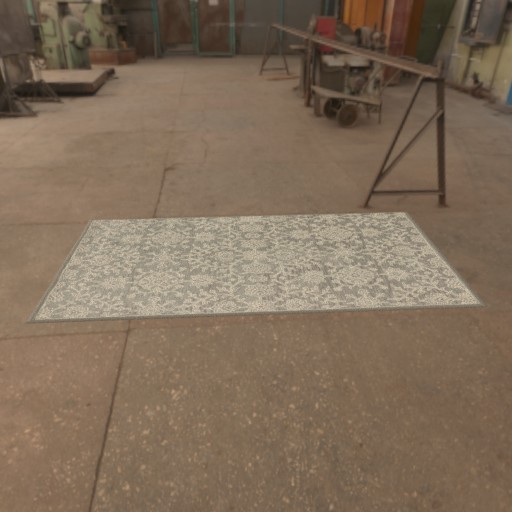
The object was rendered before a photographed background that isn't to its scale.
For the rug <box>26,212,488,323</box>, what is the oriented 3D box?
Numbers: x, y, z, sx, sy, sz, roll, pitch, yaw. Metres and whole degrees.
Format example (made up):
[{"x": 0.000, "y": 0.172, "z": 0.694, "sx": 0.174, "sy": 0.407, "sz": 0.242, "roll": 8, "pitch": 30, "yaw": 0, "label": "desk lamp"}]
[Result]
[{"x": 0.000, "y": 0.000, "z": 3.587, "sx": 3.048, "sy": 0.011, "sz": 1.546, "roll": -2, "pitch": 30, "yaw": -3, "label": "rug"}]
